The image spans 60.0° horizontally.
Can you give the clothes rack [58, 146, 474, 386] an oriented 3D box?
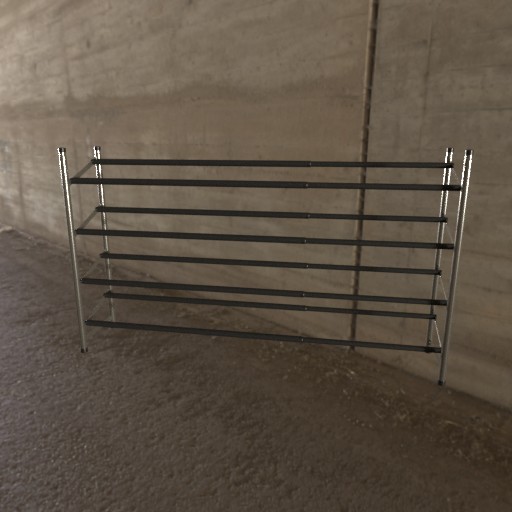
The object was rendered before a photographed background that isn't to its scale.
[{"bbox_3d":[0.000,0.000,1.414,1.168,0.672,0.229,3,15,10],"label":"clothes rack"}]
